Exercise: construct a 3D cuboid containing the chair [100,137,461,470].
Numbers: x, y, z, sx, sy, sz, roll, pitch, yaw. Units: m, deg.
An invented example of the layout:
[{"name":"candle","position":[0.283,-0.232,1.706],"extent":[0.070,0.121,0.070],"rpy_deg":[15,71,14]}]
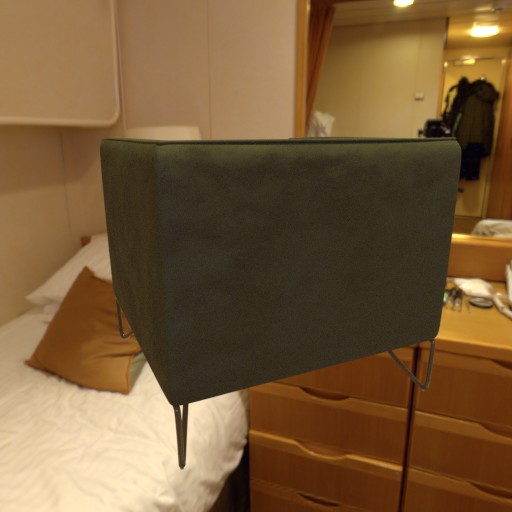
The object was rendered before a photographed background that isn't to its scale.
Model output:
[{"name":"chair","position":[0.000,0.000,1.521],"extent":[0.880,0.790,0.894],"rpy_deg":[-7,17,-25]}]
